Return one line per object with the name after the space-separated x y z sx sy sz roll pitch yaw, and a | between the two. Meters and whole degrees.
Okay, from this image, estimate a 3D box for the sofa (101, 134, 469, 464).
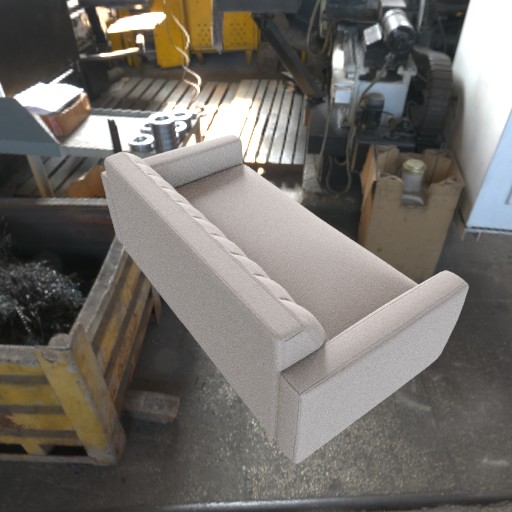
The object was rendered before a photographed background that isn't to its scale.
0.000 0.000 2.417 0.969 0.814 1.895 -25 46 -27 | sofa
